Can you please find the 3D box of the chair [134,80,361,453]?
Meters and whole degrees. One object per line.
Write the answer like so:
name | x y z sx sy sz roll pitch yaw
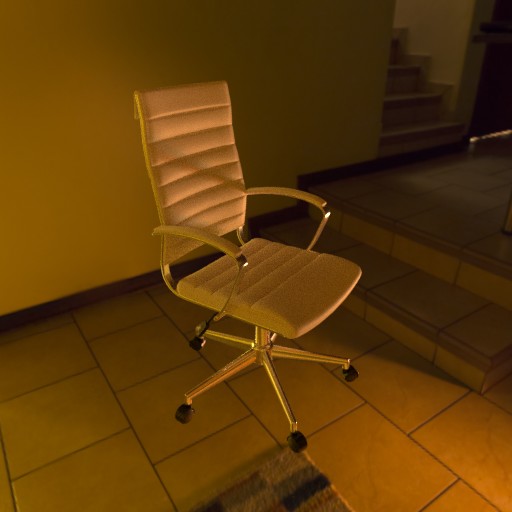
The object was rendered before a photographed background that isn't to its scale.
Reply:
chair | 0.000 0.000 1.638 0.739 1.149 0.766 18 32 32
